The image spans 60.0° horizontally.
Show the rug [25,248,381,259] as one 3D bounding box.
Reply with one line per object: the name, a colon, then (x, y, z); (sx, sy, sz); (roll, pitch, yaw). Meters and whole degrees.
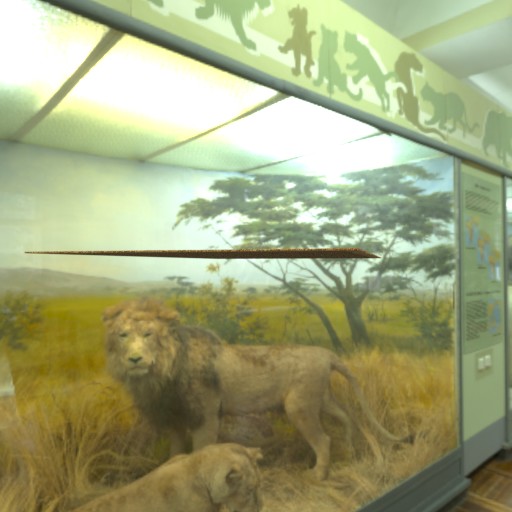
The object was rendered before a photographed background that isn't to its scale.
rug: (0.000, 0.000, 2.200); (1.143, 0.006, 1.747); (0, -1, 18)
